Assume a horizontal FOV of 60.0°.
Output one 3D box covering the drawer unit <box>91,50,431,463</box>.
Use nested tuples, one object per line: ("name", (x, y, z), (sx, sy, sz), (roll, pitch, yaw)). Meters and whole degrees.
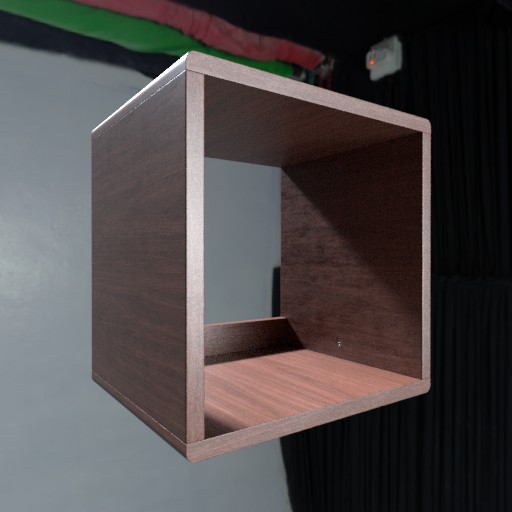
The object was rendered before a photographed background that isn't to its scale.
("drawer unit", (0.000, 0.000, 0.592), (0.349, 0.351, 0.290), (0, 0, -35))
